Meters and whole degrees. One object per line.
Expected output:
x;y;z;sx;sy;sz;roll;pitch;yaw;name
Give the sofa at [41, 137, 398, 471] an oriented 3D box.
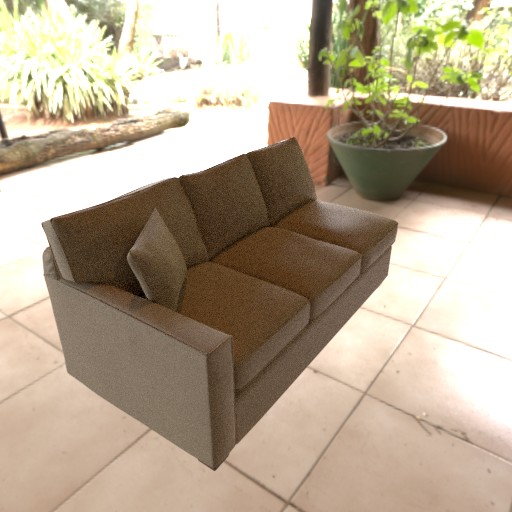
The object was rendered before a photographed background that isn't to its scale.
0.000;0.000;2.538;1.034;0.946;1.962;18;32;31;sofa
